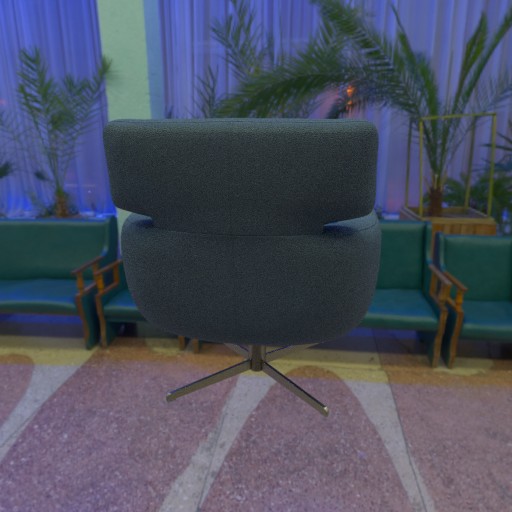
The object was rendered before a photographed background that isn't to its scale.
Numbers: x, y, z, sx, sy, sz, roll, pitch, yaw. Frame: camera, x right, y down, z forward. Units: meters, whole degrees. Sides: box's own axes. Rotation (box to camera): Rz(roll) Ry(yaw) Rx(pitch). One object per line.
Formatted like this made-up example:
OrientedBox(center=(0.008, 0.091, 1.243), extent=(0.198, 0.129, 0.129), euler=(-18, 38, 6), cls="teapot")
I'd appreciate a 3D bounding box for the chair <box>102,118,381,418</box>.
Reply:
OrientedBox(center=(0.000, 0.000, 1.380), extent=(0.738, 0.813, 0.761), euler=(2, 17, 8), cls="chair")
